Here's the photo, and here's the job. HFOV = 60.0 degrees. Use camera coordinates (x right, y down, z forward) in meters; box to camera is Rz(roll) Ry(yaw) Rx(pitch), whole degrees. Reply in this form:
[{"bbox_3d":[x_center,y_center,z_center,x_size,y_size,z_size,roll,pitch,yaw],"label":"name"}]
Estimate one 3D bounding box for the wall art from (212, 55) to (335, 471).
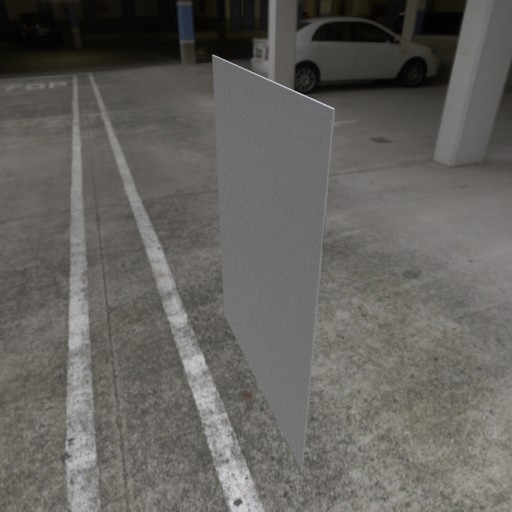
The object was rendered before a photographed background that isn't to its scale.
[{"bbox_3d":[0.000,0.000,0.794,0.003,0.609,0.457,-11,33,-17],"label":"wall art"}]
